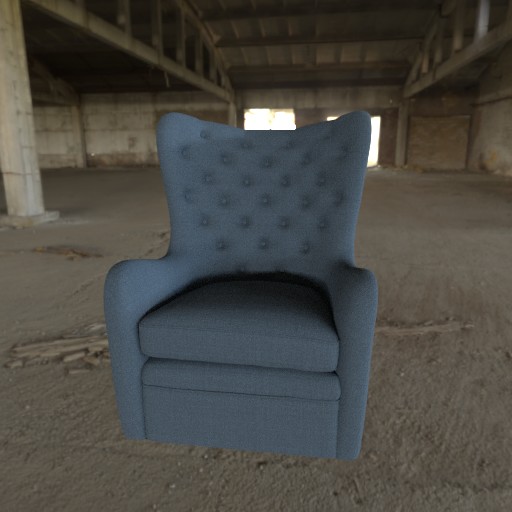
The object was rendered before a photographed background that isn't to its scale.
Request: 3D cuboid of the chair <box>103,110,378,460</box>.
[{"bbox_3d":[0.000,0.000,1.682,0.831,1.079,0.930,2,14,8],"label":"chair"}]
